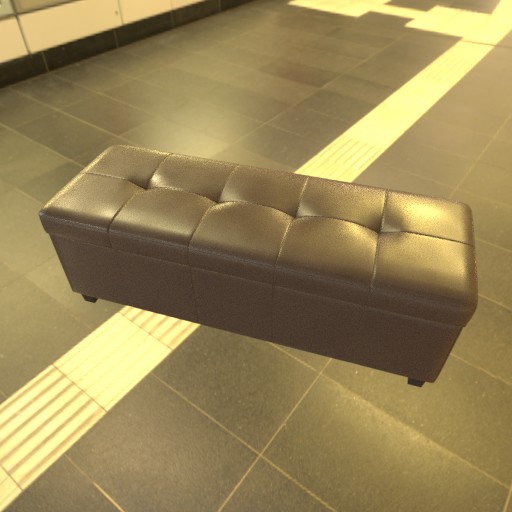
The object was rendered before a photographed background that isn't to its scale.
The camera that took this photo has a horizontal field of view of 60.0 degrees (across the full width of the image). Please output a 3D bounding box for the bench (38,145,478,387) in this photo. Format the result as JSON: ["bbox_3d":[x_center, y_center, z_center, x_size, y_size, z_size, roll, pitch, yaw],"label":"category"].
[{"bbox_3d":[0.000,0.000,1.430,1.219,0.417,0.450,12,44,13],"label":"bench"}]
